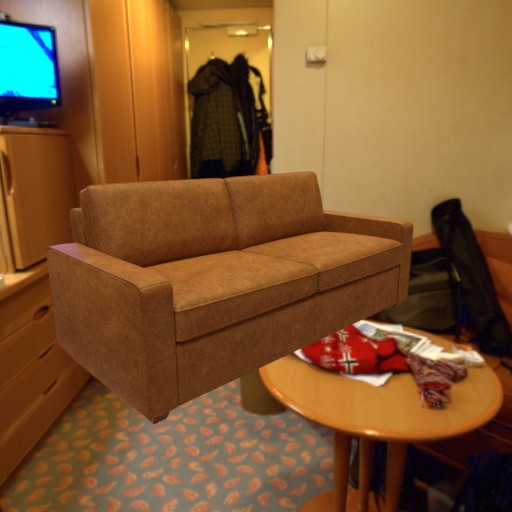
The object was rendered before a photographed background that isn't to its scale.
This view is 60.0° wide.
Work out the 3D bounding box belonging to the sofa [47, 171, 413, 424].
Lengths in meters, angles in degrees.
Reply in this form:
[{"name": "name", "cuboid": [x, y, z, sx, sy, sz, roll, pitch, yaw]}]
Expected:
[{"name": "sofa", "cuboid": [0.000, 0.000, 2.700, 2.156, 0.928, 0.991, -13, 19, -42]}]
